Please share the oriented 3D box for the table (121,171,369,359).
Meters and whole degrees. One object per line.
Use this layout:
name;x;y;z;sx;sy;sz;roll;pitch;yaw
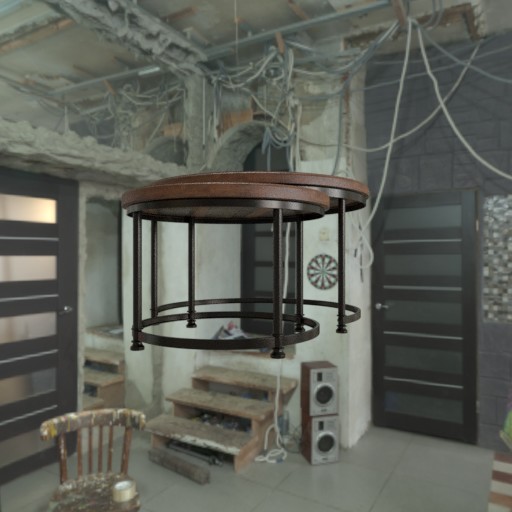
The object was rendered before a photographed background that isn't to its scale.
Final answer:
table;0.000;0.000;1.630;0.870;0.516;1.152;0;0;1
